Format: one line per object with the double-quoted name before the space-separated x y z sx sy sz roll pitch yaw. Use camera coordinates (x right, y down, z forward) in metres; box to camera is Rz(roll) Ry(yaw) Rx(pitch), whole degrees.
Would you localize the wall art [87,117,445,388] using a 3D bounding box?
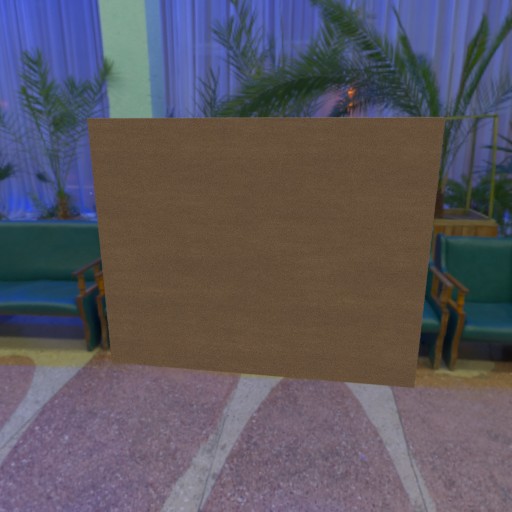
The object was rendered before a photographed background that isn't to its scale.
"wall art" 0.000 0.000 0.685 0.508 0.408 0.012 3 17 8
